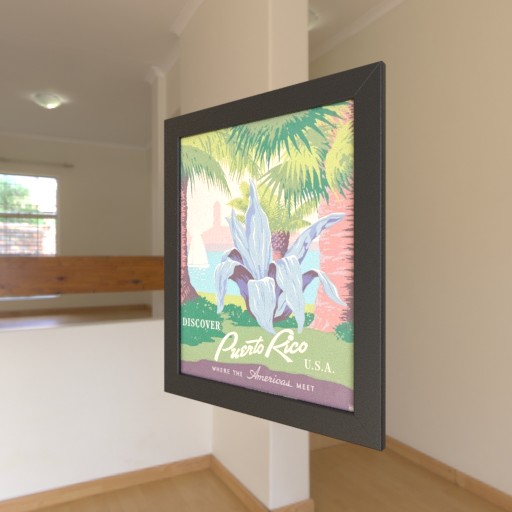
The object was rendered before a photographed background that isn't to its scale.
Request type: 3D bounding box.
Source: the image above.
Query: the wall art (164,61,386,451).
[{"bbox_3d":[0.000,0.000,0.810,0.481,0.582,0.018,0,0,37],"label":"wall art"}]
